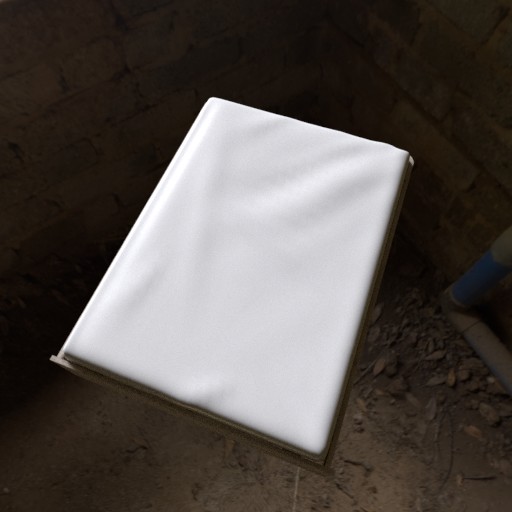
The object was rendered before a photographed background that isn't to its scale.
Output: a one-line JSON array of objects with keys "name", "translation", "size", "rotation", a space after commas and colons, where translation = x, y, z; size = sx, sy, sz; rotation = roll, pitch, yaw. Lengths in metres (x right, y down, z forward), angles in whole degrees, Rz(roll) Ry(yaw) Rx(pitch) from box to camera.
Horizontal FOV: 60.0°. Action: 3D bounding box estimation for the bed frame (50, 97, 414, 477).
[{"name": "bed frame", "translation": [0.000, 0.000, 2.640], "size": [1.490, 0.462, 1.950], "rotation": [19, 65, 9]}]
